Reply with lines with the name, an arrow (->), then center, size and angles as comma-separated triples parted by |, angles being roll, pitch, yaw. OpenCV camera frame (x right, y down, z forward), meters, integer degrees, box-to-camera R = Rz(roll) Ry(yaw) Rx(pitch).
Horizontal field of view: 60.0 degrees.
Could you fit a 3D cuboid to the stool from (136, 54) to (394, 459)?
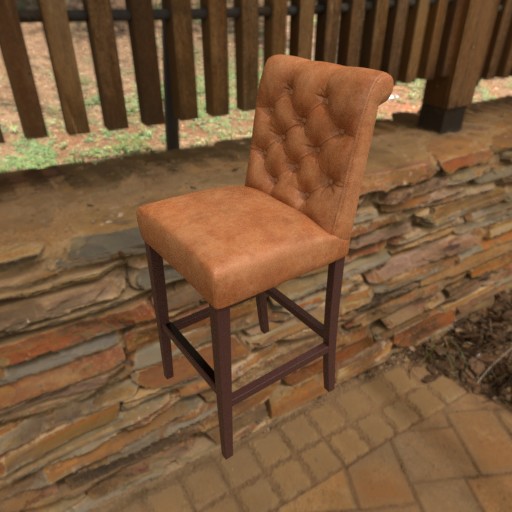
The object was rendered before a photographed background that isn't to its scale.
stool -> 0.000, 0.000, 1.453 | 0.601, 1.140, 0.493 | -21, 37, -30
